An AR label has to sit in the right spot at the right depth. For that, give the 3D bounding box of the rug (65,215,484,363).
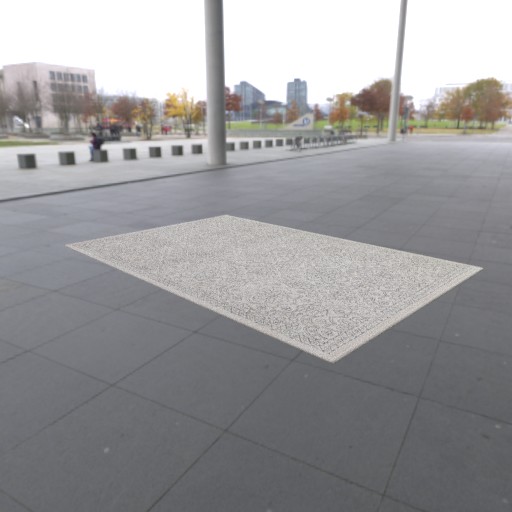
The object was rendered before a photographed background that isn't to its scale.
[{"bbox_3d":[0.000,0.000,2.868,2.286,0.011,1.524,16,23,42],"label":"rug"}]
